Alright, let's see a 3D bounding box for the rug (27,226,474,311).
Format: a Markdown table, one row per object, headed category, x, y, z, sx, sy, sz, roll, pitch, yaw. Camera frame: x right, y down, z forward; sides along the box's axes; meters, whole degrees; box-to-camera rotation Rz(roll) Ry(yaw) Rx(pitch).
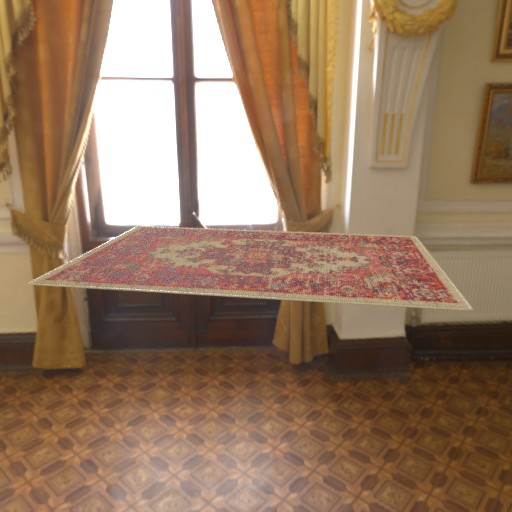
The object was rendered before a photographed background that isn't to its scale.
| category | x | y | z | sx | sy | sz | roll | pitch | yaw |
| --- | --- | --- | --- | --- | --- | --- | --- | --- | --- |
| rug | 0.000 | 0.000 | 1.107 | 0.868 | 0.004 | 0.556 | 3 | 16 | 9 |
